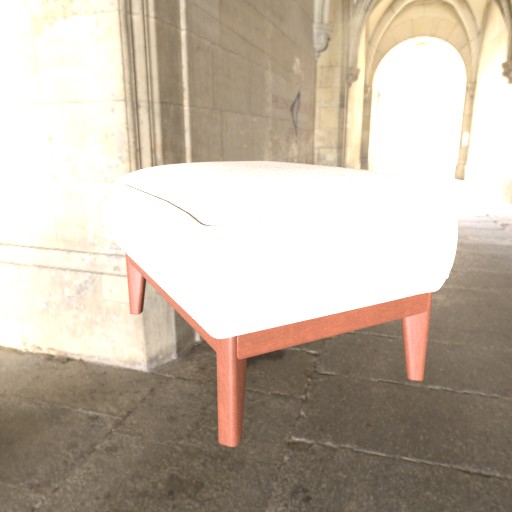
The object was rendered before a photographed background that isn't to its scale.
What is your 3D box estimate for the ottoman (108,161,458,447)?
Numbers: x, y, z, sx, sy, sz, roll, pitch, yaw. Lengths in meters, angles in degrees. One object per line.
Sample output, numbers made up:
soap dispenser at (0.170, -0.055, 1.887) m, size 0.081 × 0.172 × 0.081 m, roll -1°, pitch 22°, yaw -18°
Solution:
ottoman at (0.000, 0.000, 1.148) m, size 0.594 × 0.465 × 0.794 m, roll -8°, pitch 17°, yaw -27°
